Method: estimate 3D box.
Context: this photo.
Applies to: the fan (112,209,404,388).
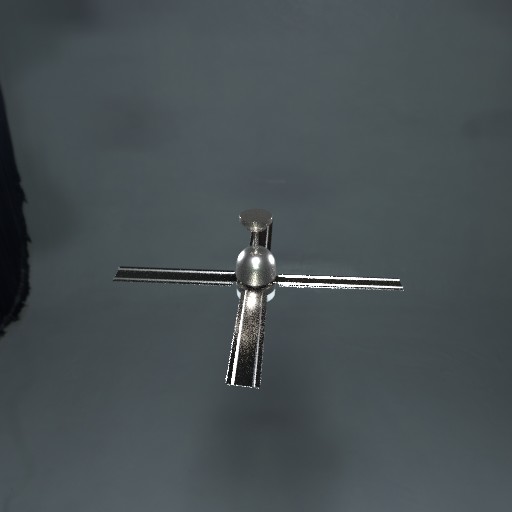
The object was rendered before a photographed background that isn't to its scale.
[{"bbox_3d":[0.000,0.000,2.025,1.346,0.406,1.346,1,30,2],"label":"fan"}]
